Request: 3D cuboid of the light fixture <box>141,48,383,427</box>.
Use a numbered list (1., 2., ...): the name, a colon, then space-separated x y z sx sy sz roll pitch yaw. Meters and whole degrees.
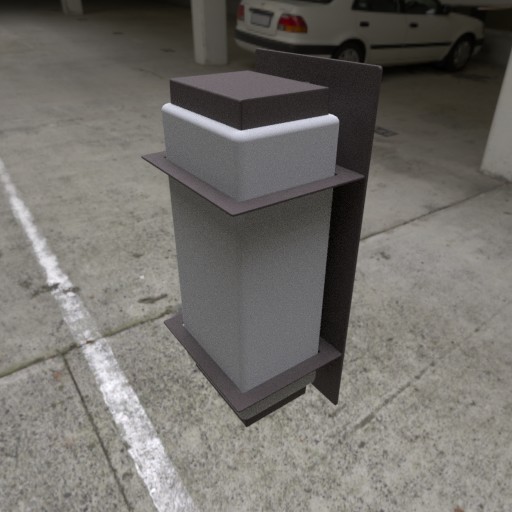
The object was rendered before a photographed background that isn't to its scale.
1. light fixture: 0.000 0.000 0.427 0.146 0.347 0.153 -20 36 -30
